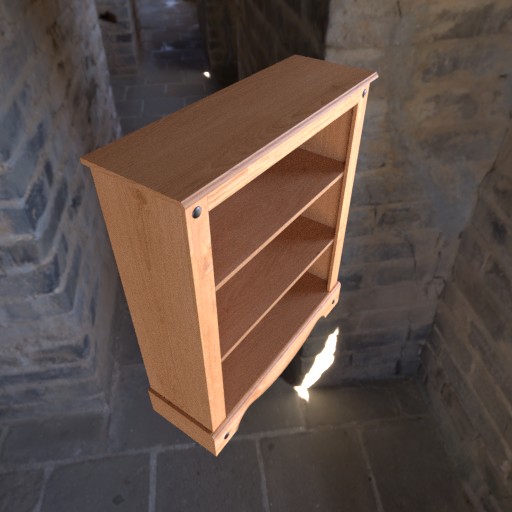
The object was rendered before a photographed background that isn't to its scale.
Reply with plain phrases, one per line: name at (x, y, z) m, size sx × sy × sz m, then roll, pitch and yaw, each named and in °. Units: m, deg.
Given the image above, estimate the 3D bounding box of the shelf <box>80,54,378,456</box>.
shelf at (0.000, 0.000, 1.427) m, size 0.291 × 0.980 × 0.840 m, roll 25°, pitch 47°, yaw 26°
